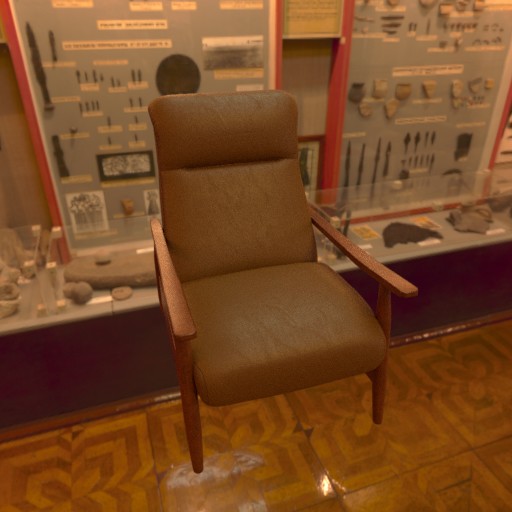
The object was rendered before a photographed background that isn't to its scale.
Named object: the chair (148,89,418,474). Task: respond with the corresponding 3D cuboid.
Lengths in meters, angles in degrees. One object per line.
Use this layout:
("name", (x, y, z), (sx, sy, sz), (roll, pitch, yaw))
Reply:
("chair", (0.000, 0.000, 1.745), (0.762, 1.082, 1.014), (-9, 31, -15))
